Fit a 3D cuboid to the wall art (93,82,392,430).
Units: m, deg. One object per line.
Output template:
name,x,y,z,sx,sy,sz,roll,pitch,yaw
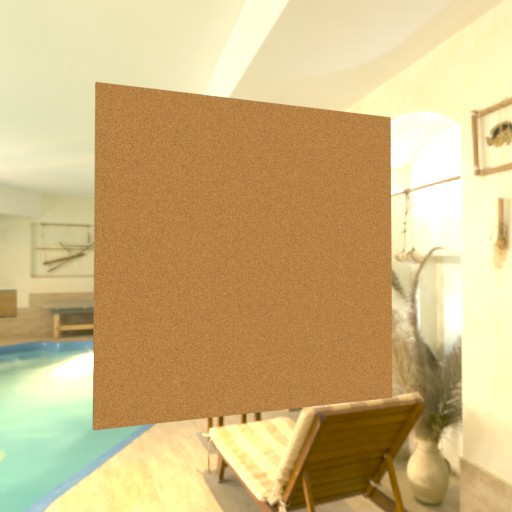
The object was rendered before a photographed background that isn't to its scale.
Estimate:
wall art,0.000,0.000,1.093,0.749,0.751,0.050,0,-1,-18
